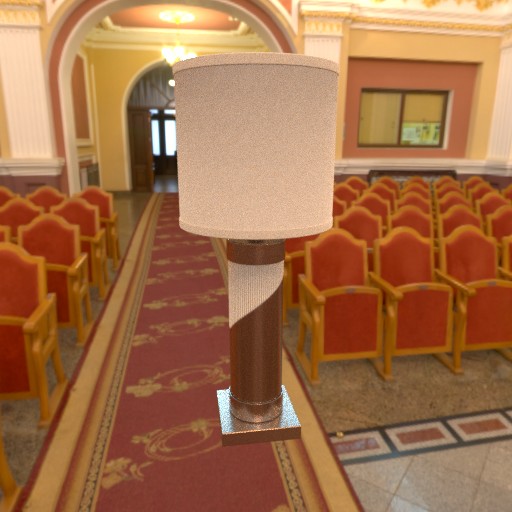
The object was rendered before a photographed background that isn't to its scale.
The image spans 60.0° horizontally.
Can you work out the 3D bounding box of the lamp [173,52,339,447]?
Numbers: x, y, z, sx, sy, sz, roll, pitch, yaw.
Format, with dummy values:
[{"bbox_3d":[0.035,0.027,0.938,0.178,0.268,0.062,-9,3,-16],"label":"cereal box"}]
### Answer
[{"bbox_3d":[0.000,0.000,0.606,0.202,0.509,0.202,-2,15,-9],"label":"lamp"}]
